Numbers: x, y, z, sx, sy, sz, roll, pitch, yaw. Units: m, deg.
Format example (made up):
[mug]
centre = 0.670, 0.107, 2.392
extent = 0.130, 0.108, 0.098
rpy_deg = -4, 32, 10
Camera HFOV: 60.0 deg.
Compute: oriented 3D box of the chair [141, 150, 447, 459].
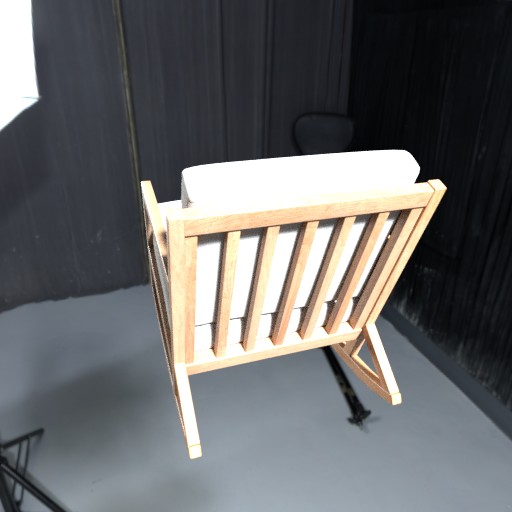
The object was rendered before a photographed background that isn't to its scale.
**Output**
[chair]
centre = 0.000, 0.000, 1.415
extent = 0.622, 0.790, 0.857
rpy_deg = -8, 27, -16
